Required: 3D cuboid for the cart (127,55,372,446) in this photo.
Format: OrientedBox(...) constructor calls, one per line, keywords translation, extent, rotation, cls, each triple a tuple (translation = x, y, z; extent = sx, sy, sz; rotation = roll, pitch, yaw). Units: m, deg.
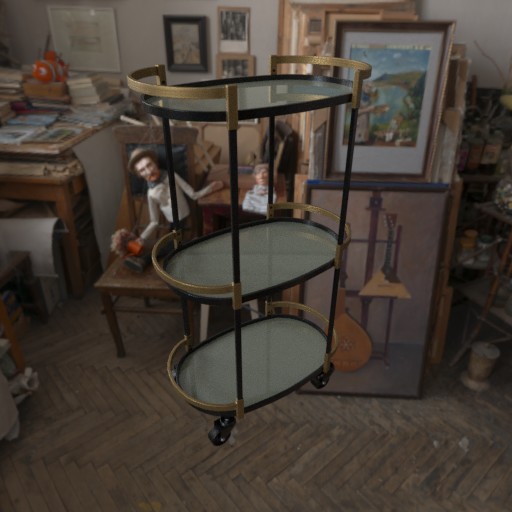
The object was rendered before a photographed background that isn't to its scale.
OrientedBox(translation=(0.000, 0.000, 1.119), extent=(0.515, 0.885, 0.311), rotation=(-19, 36, -29), cls="cart")
